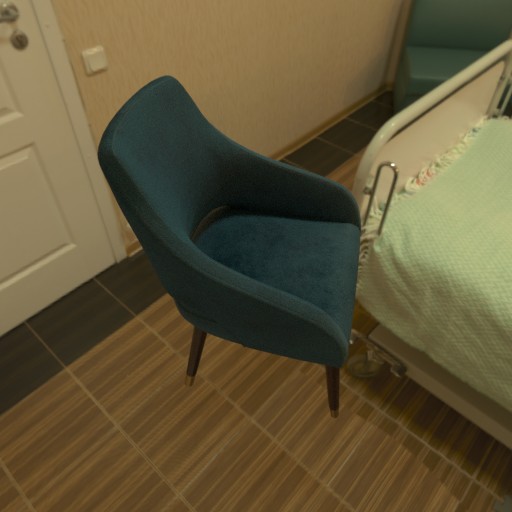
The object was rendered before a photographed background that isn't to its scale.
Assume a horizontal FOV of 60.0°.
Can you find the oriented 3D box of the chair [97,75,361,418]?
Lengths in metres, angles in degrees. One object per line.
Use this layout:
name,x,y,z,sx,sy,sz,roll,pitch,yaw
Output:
chair,0.000,0.000,1.598,0.794,1.081,0.683,10,46,9
